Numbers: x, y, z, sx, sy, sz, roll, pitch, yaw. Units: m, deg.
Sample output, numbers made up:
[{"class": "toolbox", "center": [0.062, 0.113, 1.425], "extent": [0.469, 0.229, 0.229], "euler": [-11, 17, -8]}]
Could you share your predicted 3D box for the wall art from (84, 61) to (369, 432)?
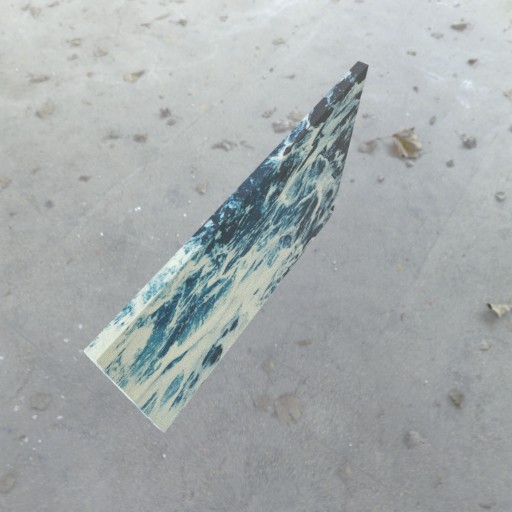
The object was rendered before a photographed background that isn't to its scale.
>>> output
[{"class": "wall art", "center": [0.000, 0.000, 1.923], "extent": [0.055, 1.017, 1.524], "euler": [31, 63, 18]}]
